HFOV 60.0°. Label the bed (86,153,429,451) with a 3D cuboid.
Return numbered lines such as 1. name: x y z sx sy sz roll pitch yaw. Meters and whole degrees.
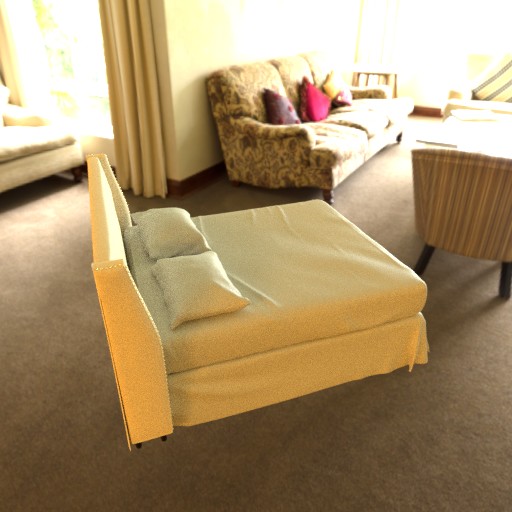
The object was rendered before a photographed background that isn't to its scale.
1. bed: 0.000 0.000 3.449 2.276 1.332 1.925 -10 31 -17
